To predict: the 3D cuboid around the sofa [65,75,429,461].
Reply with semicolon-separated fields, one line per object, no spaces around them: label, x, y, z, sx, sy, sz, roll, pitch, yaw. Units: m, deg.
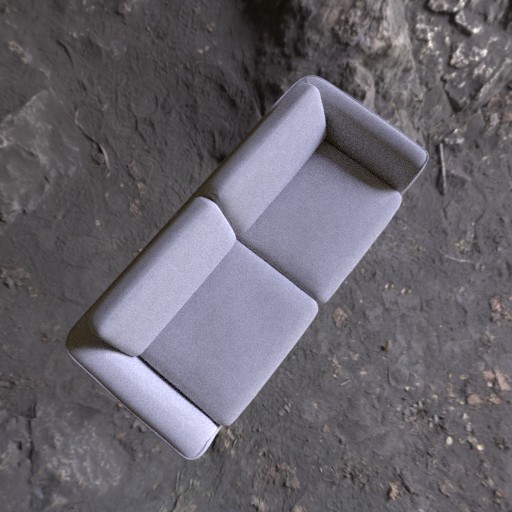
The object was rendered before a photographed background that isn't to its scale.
sofa;0.000;0.000;2.433;0.920;0.850;2.000;38;78;9
